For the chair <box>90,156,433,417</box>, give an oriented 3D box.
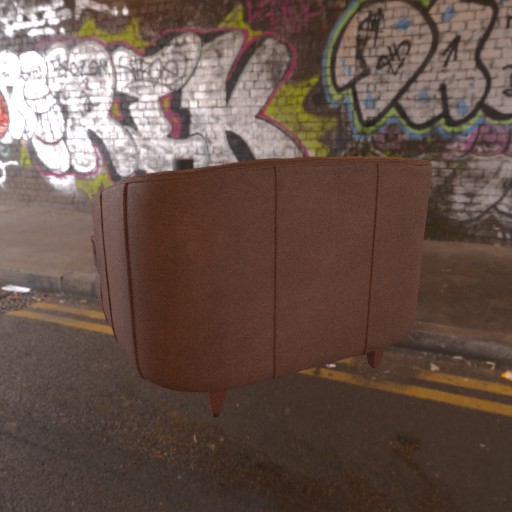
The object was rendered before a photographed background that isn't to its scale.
[{"bbox_3d":[0.000,0.000,1.719,1.118,0.787,0.914,-8,18,-27],"label":"chair"}]
